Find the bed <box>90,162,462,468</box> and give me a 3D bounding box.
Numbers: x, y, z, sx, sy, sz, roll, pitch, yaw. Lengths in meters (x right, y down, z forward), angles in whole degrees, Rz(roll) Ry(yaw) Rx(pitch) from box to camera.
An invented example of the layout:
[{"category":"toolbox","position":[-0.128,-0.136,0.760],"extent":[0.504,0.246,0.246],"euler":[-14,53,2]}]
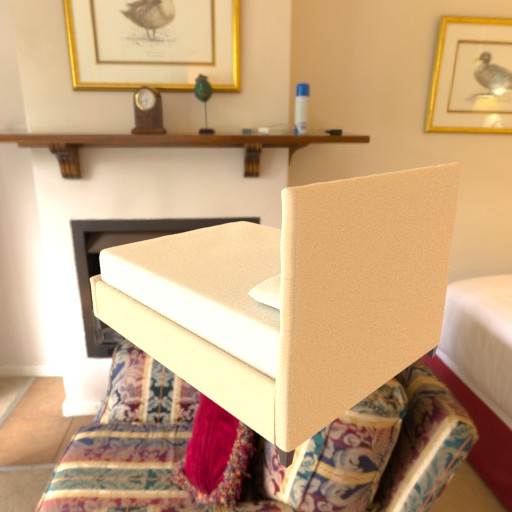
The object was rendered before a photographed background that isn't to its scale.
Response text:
[{"category":"bed","position":[0.000,0.000,3.336],"extent":[1.696,1.426,2.233],"euler":[-16,23,-41]}]
